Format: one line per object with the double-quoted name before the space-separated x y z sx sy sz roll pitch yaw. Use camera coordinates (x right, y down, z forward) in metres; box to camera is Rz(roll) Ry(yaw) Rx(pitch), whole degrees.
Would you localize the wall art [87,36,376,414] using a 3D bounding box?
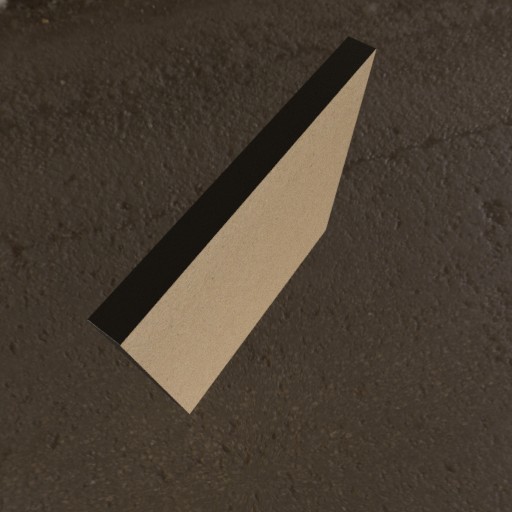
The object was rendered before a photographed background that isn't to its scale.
"wall art" 0.000 0.000 0.477 0.029 0.318 0.327 33 68 15
